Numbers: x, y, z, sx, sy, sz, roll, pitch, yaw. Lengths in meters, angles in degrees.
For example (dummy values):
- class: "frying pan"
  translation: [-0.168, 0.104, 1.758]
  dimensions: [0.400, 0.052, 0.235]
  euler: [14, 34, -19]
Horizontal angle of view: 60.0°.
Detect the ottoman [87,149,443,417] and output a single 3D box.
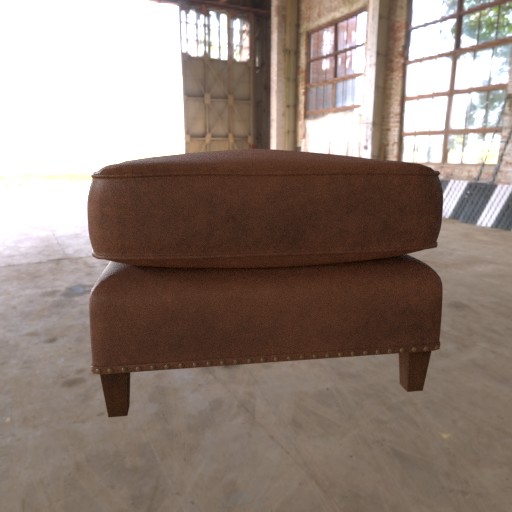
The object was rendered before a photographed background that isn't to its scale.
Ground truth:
- class: "ottoman"
  translation: [0.000, 0.000, 1.141]
  dimensions: [0.738, 0.537, 0.589]
  euler: [-2, 13, -9]
